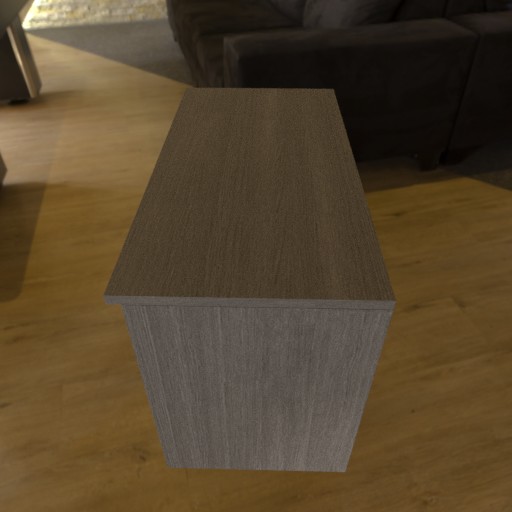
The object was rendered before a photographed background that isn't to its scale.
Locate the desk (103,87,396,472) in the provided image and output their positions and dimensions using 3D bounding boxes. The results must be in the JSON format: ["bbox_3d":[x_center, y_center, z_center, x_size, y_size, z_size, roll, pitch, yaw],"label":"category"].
[{"bbox_3d":[0.000,0.000,1.496,0.557,0.729,1.099,1,41,1],"label":"desk"}]
